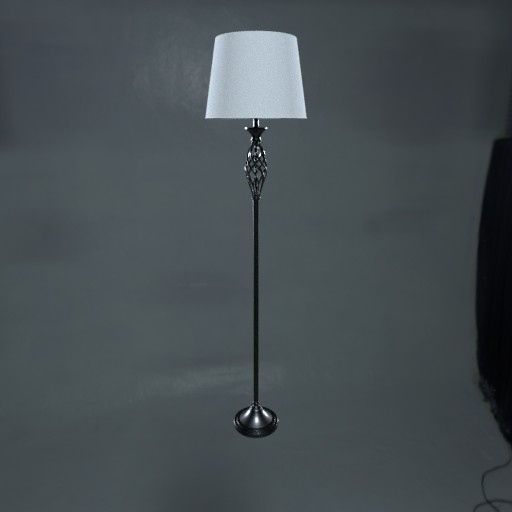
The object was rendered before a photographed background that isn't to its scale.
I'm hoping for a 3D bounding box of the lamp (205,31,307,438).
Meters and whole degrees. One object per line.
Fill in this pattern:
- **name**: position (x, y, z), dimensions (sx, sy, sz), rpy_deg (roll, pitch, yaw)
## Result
- **lamp**: position (0.000, 0.000, 1.821), dimensions (0.379, 1.623, 0.379), rpy_deg (0, 17, 0)
